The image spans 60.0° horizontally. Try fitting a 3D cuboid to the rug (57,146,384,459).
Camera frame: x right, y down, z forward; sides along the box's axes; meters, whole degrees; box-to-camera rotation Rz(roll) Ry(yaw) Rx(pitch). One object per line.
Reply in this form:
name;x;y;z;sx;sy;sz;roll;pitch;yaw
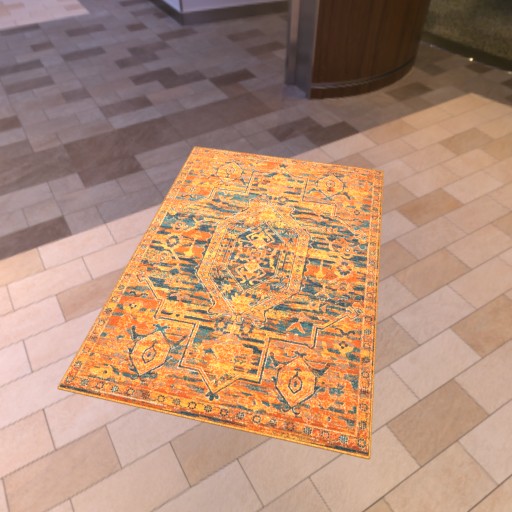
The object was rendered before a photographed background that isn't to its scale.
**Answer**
rug;0.000;0.000;3.744;2.043;0.019;2.916;9;48;9
